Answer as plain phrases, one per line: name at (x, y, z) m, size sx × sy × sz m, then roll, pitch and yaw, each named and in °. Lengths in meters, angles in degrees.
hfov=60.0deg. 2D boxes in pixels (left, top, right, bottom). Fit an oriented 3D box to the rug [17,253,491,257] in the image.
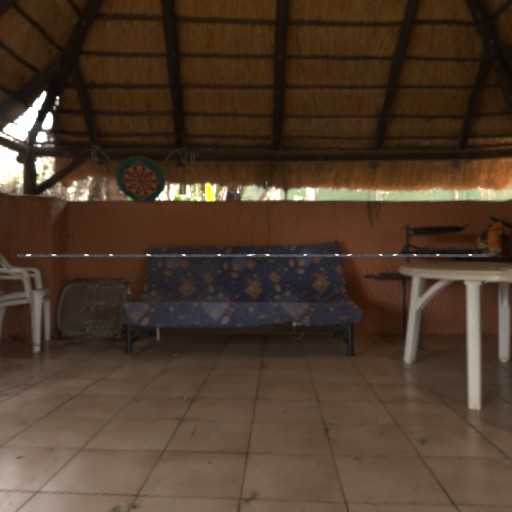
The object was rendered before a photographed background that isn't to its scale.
rug at (0.000, 0.000, 4.040) m, size 3.047 × 0.022 × 2.439 m, roll 0°, pitch 0°, yaw 2°
